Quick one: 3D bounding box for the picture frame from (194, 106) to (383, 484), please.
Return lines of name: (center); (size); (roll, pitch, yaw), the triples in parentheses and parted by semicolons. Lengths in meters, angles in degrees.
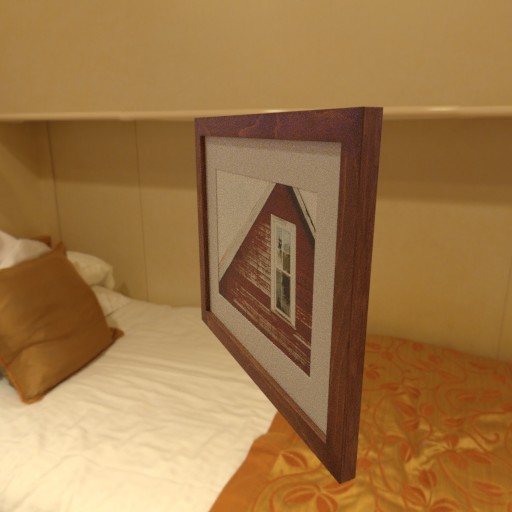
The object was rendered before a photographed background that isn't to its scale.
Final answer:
picture frame: (0.000, 0.000, 0.751); (0.025, 0.457, 0.559); (-7, 18, -24)
